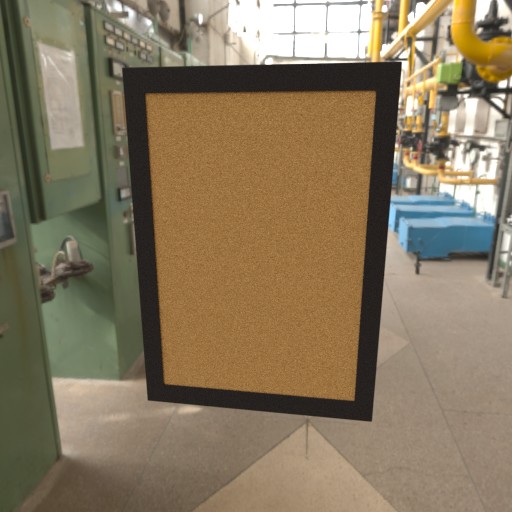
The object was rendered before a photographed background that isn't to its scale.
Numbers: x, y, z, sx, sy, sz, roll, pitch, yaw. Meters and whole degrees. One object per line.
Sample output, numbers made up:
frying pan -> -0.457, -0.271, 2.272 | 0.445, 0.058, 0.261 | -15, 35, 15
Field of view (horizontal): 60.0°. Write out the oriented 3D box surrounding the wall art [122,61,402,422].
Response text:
wall art -> 0.000, 0.000, 0.663 | 0.374, 0.529, 0.012 | 2, 16, 8
